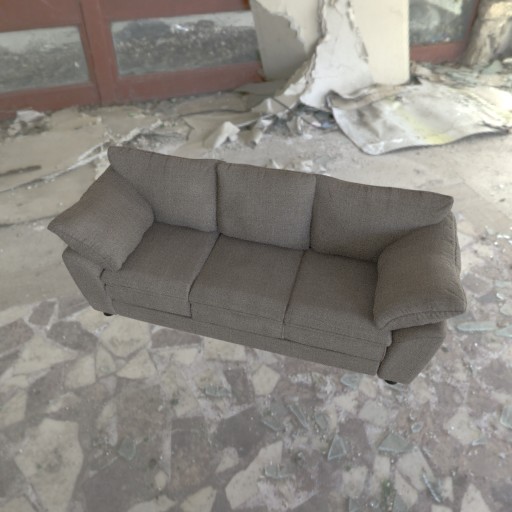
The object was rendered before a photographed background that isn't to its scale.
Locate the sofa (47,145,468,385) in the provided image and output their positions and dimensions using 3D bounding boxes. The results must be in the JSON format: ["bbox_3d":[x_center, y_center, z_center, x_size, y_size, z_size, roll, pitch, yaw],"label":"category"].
[{"bbox_3d":[0.000,0.000,2.813,2.334,0.996,0.878,11,42,12],"label":"sofa"}]
